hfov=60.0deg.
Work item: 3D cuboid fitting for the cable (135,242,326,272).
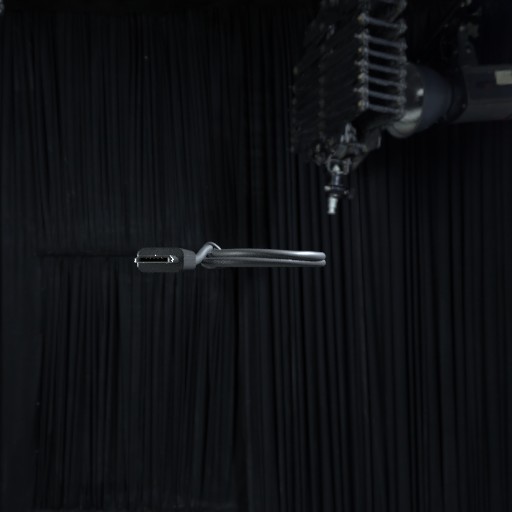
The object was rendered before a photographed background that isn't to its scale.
[{"bbox_3d":[0.000,0.000,0.219,0.070,0.014,0.192,0,-1,0],"label":"cable"}]
